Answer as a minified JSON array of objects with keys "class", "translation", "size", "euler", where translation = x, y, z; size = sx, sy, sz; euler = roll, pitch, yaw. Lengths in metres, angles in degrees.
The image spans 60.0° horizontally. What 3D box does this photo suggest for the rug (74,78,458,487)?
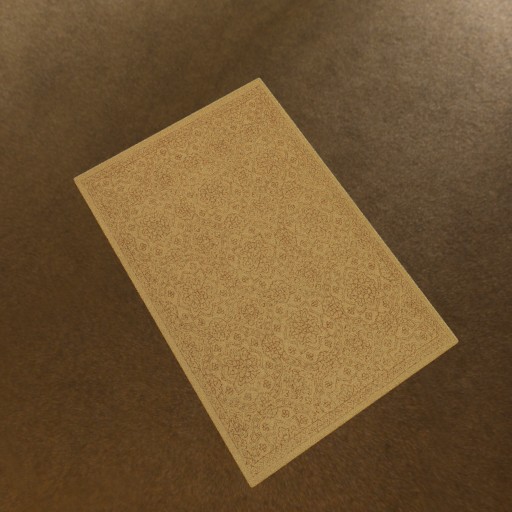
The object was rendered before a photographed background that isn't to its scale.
[{"class":"rug","translation":[0.000,0.000,2.317],"size":[1.219,0.010,1.829],"euler":[-32,76,-9]}]
